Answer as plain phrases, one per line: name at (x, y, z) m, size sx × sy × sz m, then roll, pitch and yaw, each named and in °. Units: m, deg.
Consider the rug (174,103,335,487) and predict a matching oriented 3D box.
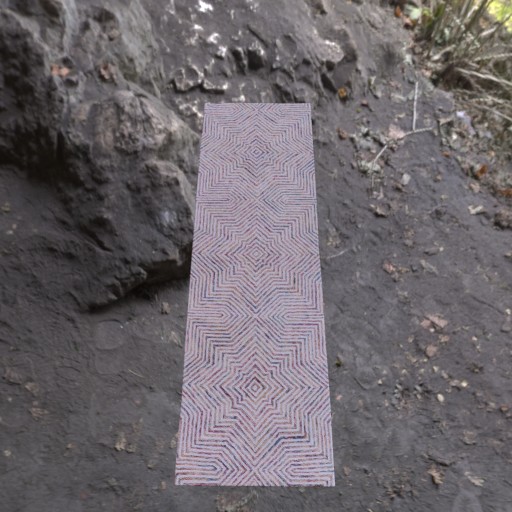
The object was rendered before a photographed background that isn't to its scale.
rug at (0.000, 0.000, 2.645) m, size 0.771 × 0.009 × 2.443 m, roll 0°, pitch 64°, yaw 0°
